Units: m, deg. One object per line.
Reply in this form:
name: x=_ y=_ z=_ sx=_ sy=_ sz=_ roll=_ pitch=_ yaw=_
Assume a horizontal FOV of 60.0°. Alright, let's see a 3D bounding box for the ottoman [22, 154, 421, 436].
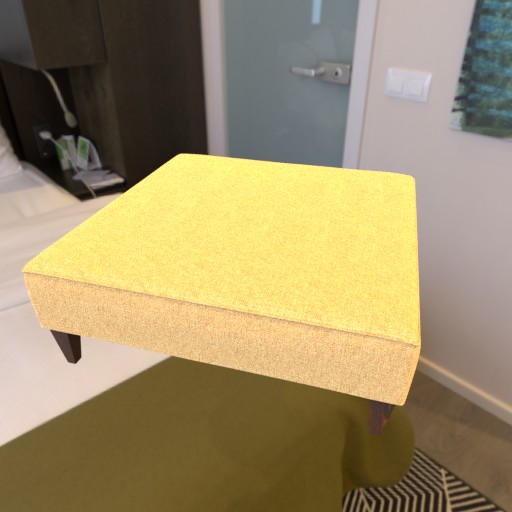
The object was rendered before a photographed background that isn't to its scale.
ottoman: x=0.000 y=0.000 z=1.475 sx=0.981 sy=0.378 sz=0.970 roll=9 pitch=32 yaw=14
